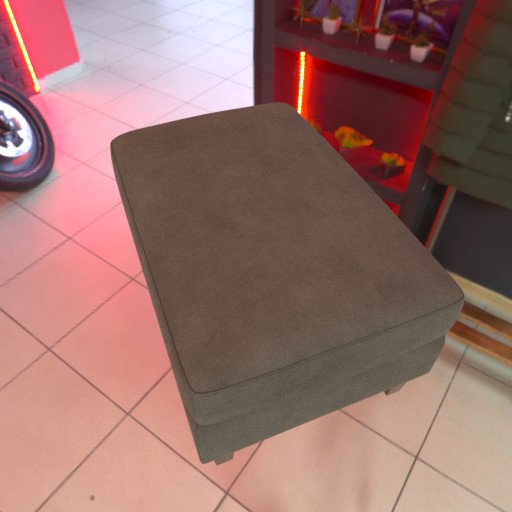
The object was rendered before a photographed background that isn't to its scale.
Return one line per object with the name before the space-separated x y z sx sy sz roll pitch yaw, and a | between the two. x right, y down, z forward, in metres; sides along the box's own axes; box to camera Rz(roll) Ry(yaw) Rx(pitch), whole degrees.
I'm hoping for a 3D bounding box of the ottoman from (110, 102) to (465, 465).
ottoman | 0.000 0.000 1.179 0.584 0.483 0.864 -16 49 -15
